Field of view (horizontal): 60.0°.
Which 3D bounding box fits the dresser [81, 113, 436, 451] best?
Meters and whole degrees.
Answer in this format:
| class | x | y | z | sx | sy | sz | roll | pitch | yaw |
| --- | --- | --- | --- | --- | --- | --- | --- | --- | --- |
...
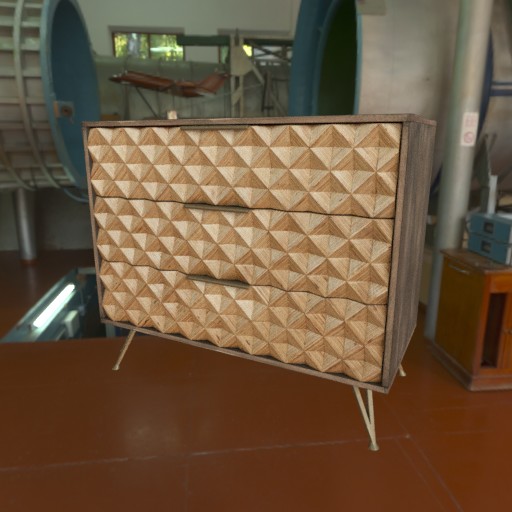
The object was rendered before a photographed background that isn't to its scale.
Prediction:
| class | x | y | z | sx | sy | sz | roll | pitch | yaw |
| --- | --- | --- | --- | --- | --- | --- | --- | --- | --- |
| dresser | 0.000 | 0.000 | 1.375 | 0.923 | 0.801 | 0.453 | 8 | 17 | 26 |
